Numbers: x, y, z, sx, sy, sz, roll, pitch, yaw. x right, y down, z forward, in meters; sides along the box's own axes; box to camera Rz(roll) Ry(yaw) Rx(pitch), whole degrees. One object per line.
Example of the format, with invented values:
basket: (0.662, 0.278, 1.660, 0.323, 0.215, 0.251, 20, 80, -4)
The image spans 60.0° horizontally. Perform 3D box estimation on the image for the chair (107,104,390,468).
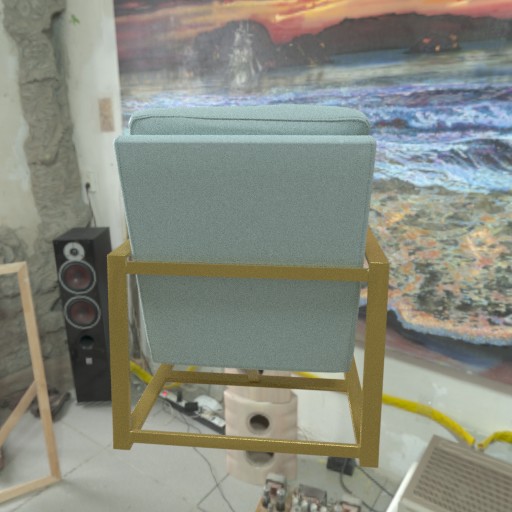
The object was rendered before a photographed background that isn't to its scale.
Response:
chair: (0.000, 0.000, 1.507, 0.758, 0.956, 0.813, 2, 16, 6)
